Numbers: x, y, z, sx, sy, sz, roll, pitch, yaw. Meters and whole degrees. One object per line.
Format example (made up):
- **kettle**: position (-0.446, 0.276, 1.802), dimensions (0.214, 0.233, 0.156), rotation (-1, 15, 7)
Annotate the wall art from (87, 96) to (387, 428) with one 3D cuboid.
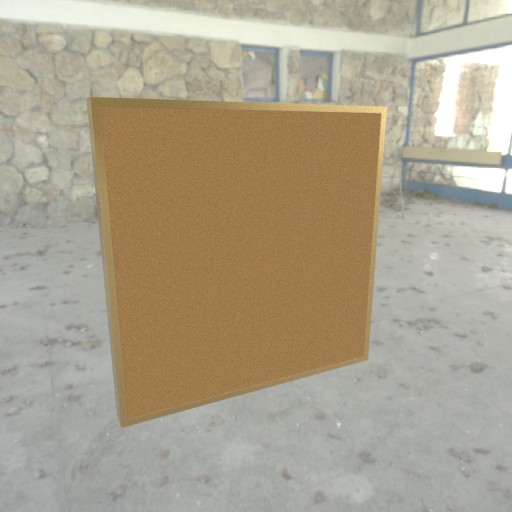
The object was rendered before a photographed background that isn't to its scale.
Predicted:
- **wall art**: position (0.000, 0.000, 0.779), dimensions (0.509, 0.509, 0.040), rotation (-7, 17, -25)
